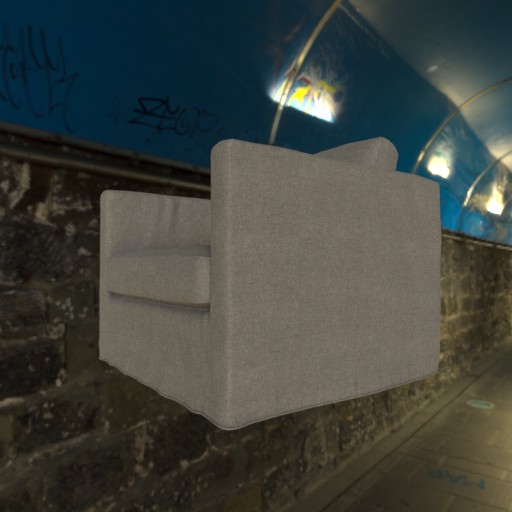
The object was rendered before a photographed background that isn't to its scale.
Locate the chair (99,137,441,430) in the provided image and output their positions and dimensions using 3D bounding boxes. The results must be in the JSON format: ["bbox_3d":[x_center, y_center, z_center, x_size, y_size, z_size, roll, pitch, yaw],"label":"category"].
[{"bbox_3d":[0.000,0.000,1.748,0.949,0.863,1.057,1,-1,-36],"label":"chair"}]
